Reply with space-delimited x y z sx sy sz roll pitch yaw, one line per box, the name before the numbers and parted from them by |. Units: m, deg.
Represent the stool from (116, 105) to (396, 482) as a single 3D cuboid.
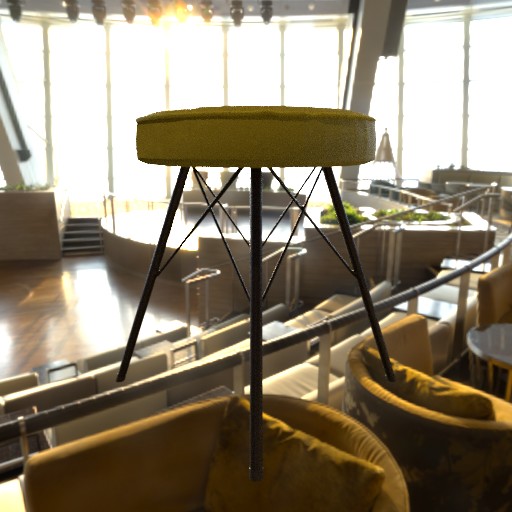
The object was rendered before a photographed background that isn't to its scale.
stool | 0.000 0.000 0.824 0.409 0.508 0.409 13 19 43
